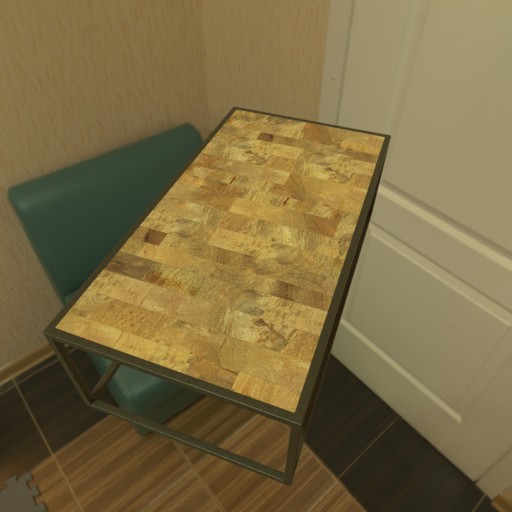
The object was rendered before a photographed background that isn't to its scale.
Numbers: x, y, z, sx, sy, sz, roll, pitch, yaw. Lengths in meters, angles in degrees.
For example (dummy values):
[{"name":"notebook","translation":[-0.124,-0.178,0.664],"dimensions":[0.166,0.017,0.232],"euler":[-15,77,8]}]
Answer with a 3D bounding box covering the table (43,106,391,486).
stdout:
[{"name":"table","translation":[0.000,0.000,1.519],"dimensions":[0.649,0.398,1.199],"euler":[15,48,14]}]
